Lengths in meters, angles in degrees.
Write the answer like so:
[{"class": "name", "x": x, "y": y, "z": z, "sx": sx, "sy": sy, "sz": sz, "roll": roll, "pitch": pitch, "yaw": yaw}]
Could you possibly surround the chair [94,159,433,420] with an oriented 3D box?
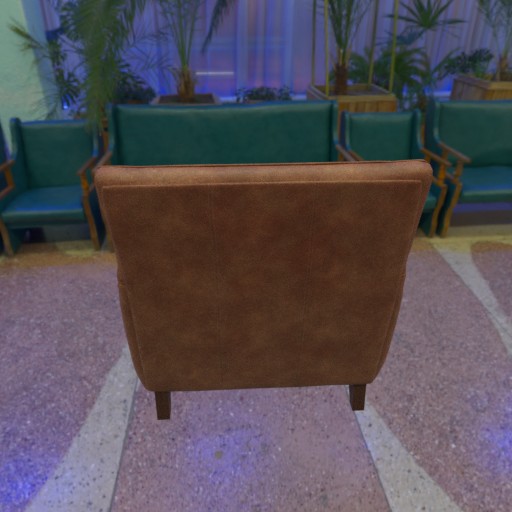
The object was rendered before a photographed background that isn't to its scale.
[{"class": "chair", "x": 0.000, "y": 0.000, "z": 1.612, "sx": 0.870, "sy": 0.943, "sz": 0.823, "roll": -2, "pitch": 31, "yaw": -3}]
